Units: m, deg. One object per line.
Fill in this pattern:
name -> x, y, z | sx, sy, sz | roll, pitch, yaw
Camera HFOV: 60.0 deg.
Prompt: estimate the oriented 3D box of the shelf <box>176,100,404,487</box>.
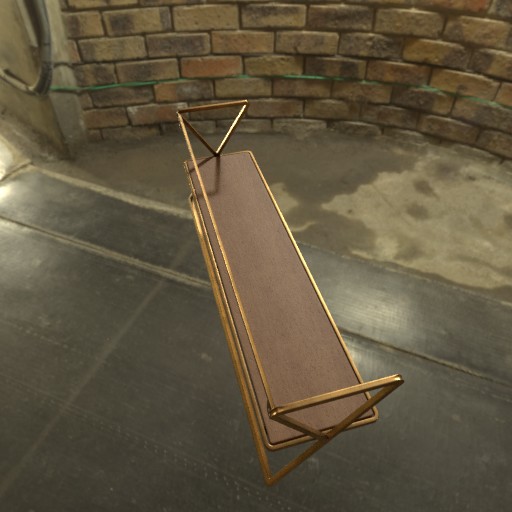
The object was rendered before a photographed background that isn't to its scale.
shelf -> 0.000, 0.000, 0.752 | 0.150, 0.229, 0.645 | -11, 47, -11
